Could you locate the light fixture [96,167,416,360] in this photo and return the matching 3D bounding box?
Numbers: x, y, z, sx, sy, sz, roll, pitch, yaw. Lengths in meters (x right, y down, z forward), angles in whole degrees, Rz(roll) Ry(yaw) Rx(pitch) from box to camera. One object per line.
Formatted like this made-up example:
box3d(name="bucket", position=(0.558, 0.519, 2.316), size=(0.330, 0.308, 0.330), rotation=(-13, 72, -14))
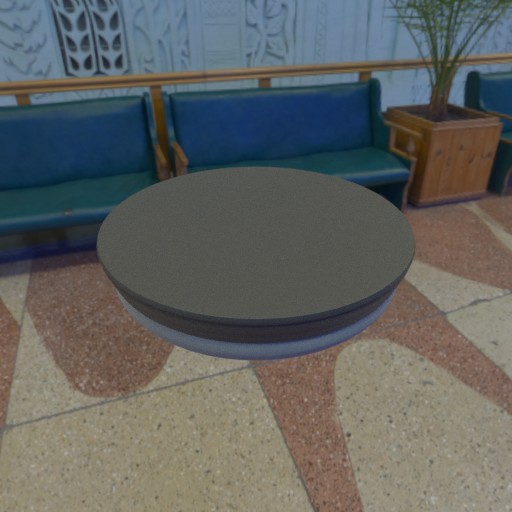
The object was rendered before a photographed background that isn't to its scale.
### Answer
box3d(name="light fixture", position=(0.000, 0.000, 0.559), size=(0.368, 0.100, 0.368), rotation=(0, 32, 0))
